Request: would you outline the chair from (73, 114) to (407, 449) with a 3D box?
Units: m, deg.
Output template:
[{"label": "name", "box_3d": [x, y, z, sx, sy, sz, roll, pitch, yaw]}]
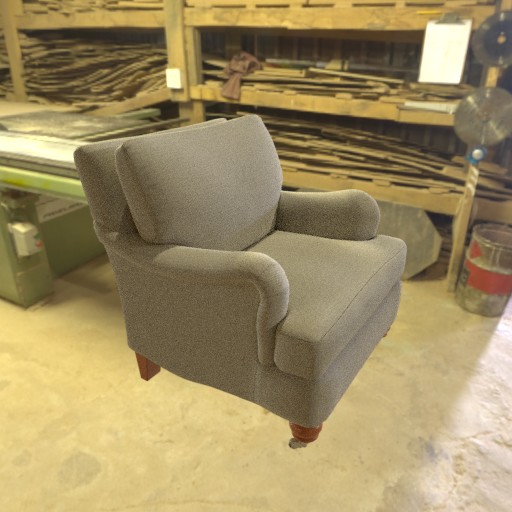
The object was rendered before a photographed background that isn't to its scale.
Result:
[{"label": "chair", "box_3d": [0.000, 0.000, 1.882, 1.070, 1.038, 0.955, 16, 29, 30]}]
